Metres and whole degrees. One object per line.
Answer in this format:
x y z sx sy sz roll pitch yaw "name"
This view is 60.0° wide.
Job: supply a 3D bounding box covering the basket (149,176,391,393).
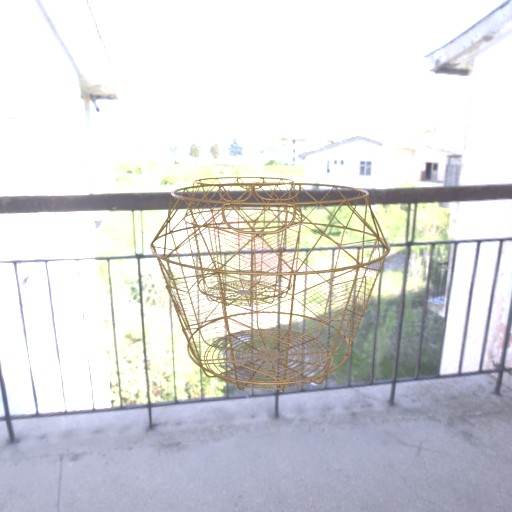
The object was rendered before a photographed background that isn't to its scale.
0.000 0.000 1.045 0.451 0.343 0.805 -2 14 -8 "basket"
